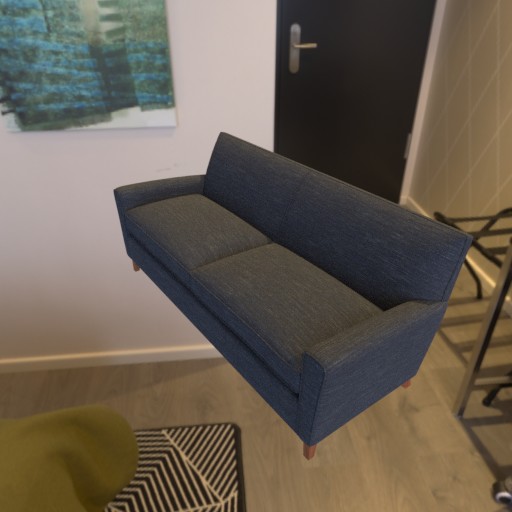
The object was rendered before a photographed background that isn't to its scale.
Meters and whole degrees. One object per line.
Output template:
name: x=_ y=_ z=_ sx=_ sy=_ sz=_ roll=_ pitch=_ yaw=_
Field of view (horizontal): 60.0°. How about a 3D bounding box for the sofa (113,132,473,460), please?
sofa: x=0.000 y=0.000 z=2.501 sx=0.875 sy=0.846 sz=1.976 roll=-21 pitch=37 yaw=-30
